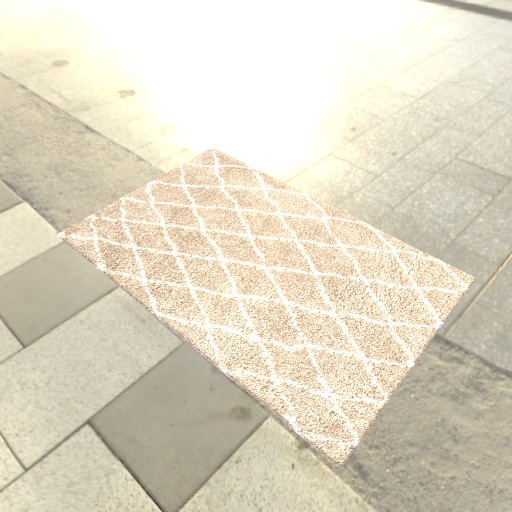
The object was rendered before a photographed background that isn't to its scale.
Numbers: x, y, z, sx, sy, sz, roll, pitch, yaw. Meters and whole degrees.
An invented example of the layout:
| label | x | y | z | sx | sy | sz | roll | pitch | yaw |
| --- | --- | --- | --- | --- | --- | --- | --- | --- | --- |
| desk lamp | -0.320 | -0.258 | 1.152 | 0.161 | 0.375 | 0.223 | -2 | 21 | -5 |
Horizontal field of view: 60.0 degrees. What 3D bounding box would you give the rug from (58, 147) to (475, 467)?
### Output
| label | x | y | z | sx | sy | sz | roll | pitch | yaw |
| --- | --- | --- | --- | --- | --- | --- | --- | --- | --- |
| rug | 0.000 | 0.000 | 3.427 | 2.743 | 0.030 | 1.778 | 32 | 53 | 28 |
